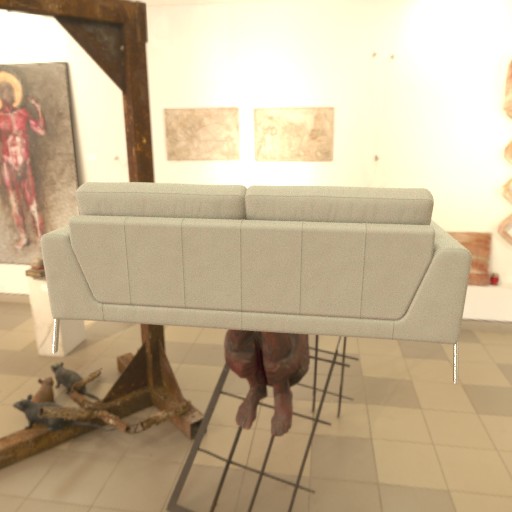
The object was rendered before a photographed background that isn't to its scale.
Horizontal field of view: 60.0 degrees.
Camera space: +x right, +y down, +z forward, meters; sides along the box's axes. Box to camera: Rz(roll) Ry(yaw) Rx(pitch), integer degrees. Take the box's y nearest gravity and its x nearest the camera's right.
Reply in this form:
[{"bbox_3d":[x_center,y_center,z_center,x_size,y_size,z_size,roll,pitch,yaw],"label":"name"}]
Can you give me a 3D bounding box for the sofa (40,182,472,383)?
[{"bbox_3d":[0.000,0.000,2.501,2.017,0.875,0.953,2,16,8],"label":"sofa"}]
